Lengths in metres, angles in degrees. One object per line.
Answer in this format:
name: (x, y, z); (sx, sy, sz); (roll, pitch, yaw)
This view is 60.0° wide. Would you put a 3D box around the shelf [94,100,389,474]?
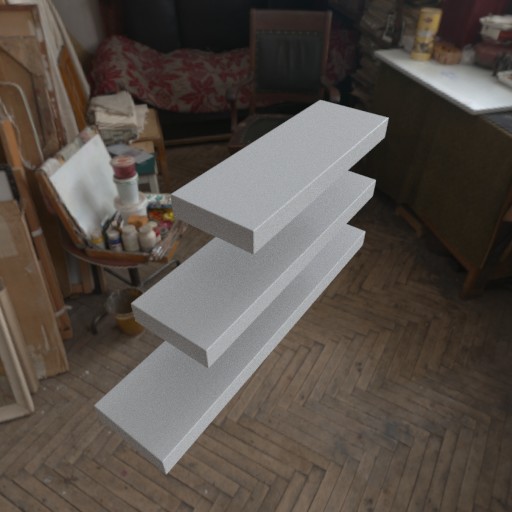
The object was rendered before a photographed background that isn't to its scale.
shelf: (0.000, 0.000, 0.726); (0.140, 0.293, 0.610); (25, 47, 26)
